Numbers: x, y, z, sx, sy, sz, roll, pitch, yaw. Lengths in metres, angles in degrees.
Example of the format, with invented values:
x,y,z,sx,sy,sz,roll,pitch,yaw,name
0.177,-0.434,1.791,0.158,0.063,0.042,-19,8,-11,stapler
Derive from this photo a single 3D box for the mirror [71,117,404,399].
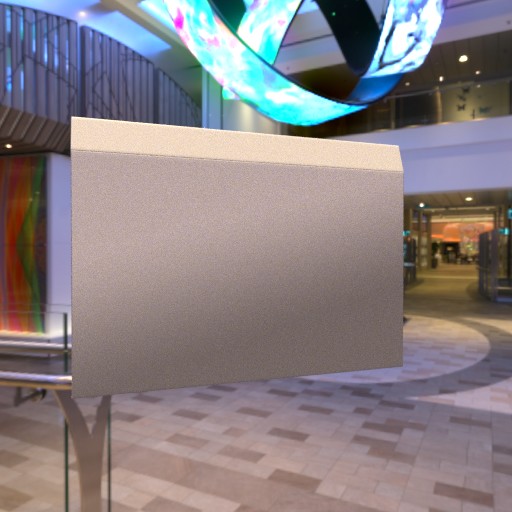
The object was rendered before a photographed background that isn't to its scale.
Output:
x,y,z,sx,sy,sz,roll,pitch,yaw,name
0.000,0.000,1.130,0.870,0.630,0.030,0,1,-18,mirror
